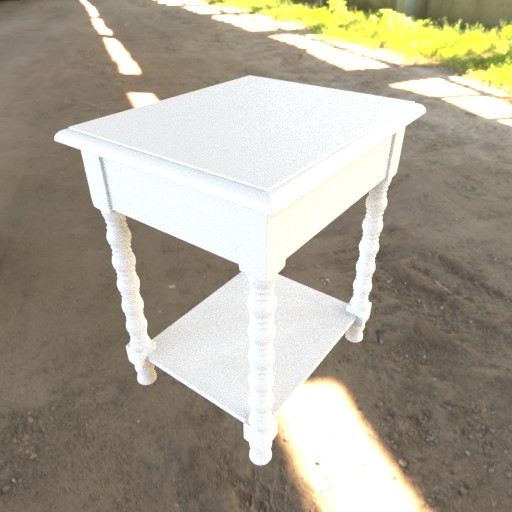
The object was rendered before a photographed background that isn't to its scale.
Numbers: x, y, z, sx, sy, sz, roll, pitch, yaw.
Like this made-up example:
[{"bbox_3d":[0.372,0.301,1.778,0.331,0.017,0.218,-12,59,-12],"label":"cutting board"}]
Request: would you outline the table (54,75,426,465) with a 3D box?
[{"bbox_3d":[0.000,0.000,0.833,0.381,0.531,0.460,22,40,30],"label":"table"}]
